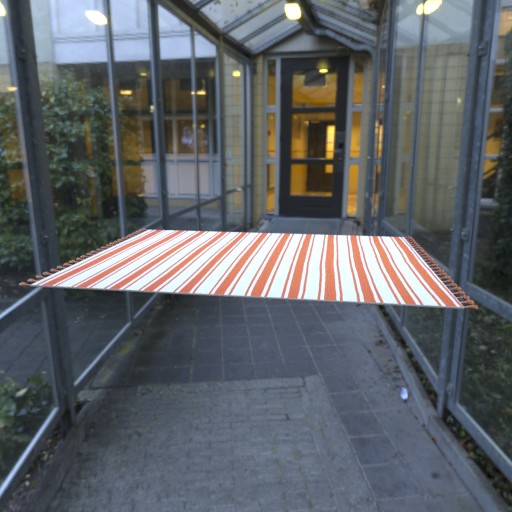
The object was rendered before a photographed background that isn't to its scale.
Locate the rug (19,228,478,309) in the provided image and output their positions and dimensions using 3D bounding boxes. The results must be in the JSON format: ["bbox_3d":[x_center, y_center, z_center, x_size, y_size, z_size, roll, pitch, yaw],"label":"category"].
[{"bbox_3d":[0.000,0.000,4.351,3.369,0.035,2.451,2,14,9],"label":"rug"}]
